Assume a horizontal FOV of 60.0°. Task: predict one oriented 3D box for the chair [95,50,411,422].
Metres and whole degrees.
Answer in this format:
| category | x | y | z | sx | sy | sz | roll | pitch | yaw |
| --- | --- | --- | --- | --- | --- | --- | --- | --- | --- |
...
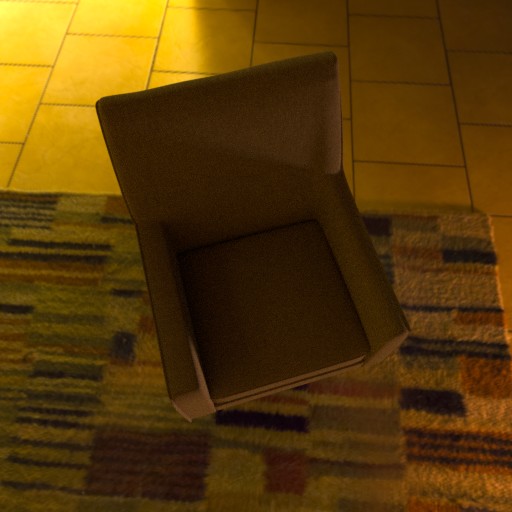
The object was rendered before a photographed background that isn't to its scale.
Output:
| category | x | y | z | sx | sy | sz | roll | pitch | yaw |
| --- | --- | --- | --- | --- | --- | --- | --- | --- | --- |
| chair | 0.000 | 0.000 | 1.595 | 0.780 | 0.919 | 0.899 | -15 | 65 | -7 |
